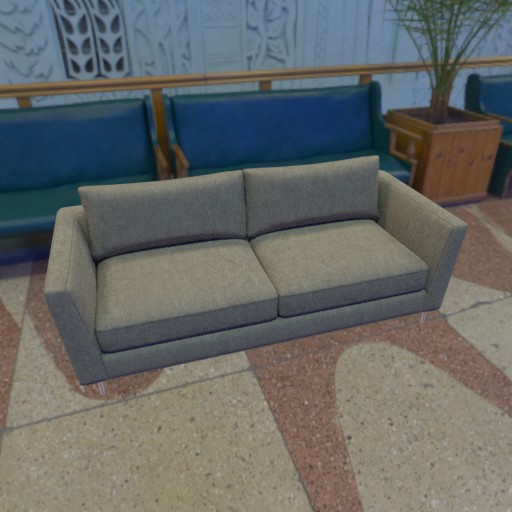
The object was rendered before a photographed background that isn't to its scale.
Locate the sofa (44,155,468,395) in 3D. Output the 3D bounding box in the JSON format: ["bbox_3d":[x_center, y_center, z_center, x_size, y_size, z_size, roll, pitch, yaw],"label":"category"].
[{"bbox_3d":[0.000,0.000,2.577,2.121,0.864,0.889,-9,33,-15],"label":"sofa"}]
